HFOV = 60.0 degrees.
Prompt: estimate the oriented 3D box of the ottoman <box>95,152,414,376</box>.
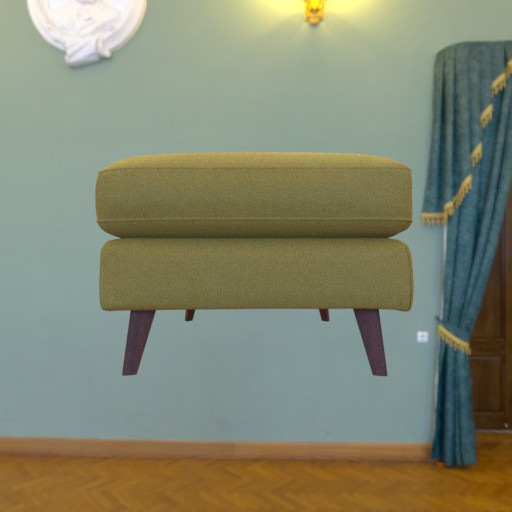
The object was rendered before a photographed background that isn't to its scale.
[{"bbox_3d":[0.000,0.000,1.189,0.608,0.449,0.811,0,0,1],"label":"ottoman"}]
